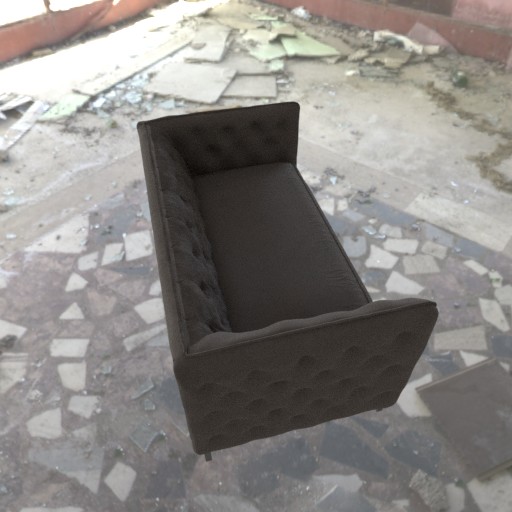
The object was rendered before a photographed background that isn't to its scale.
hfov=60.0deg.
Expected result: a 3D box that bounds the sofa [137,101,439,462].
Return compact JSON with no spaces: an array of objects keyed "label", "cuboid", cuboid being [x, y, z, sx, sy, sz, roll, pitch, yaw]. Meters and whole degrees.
[{"label":"sofa","cuboid":[0.000,0.000,2.159,0.909,0.810,1.583,-11,47,-10]}]
